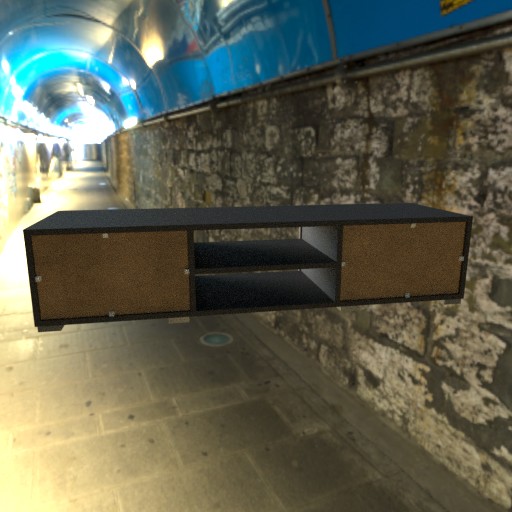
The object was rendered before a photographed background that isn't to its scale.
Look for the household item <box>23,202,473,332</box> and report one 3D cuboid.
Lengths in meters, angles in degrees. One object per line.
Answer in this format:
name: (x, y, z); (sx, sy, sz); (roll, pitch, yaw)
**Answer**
household item: (0.000, 0.000, 1.595); (1.400, 0.310, 0.420); (-2, 14, -10)
